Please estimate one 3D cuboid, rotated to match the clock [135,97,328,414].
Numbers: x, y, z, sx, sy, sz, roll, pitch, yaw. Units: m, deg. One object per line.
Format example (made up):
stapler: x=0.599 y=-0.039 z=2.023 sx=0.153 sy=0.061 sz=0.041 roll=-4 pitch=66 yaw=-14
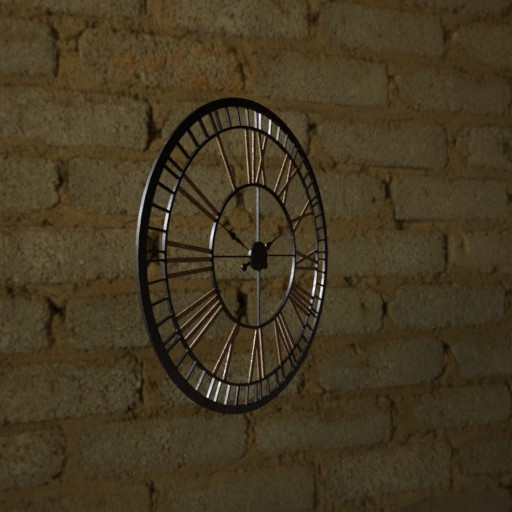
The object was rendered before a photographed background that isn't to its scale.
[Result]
clock: x=0.000 y=0.000 z=1.234 sx=0.025 sy=0.843 sz=0.843 roll=0 pitch=0 yaw=36
